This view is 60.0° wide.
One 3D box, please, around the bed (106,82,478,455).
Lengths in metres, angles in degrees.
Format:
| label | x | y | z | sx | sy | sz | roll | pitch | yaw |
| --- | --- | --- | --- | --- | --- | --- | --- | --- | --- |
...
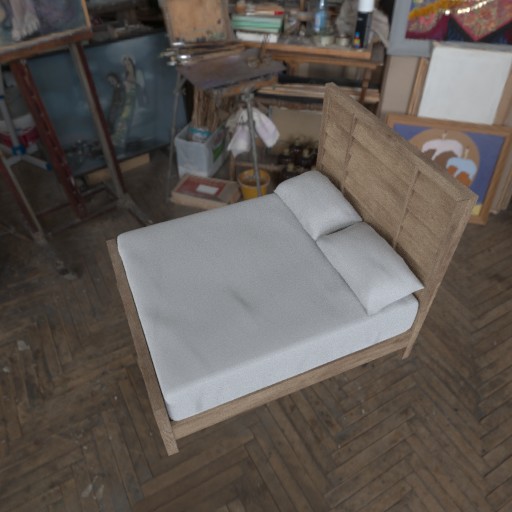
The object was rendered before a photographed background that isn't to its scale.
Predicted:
| label | x | y | z | sx | sy | sz | roll | pitch | yaw |
| --- | --- | --- | --- | --- | --- | --- | --- | --- | --- |
| bed | 0.000 | 0.000 | 3.284 | 2.017 | 1.631 | 1.615 | -17 | 47 | -16 |
